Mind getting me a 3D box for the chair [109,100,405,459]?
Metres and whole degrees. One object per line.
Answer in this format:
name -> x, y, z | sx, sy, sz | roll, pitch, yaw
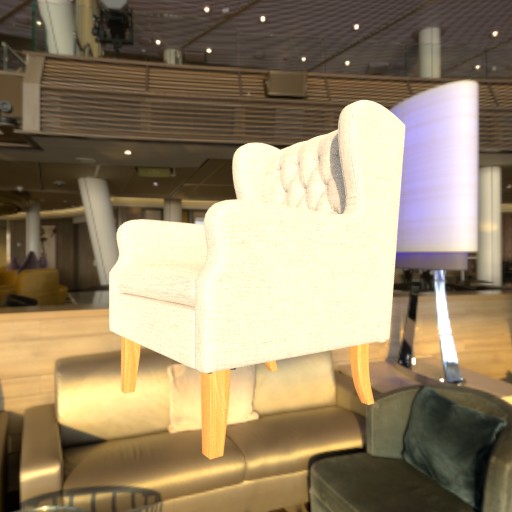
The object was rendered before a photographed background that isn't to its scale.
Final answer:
chair -> 0.000, 0.000, 1.467 | 0.760, 0.930, 0.710 | 0, 0, -35
